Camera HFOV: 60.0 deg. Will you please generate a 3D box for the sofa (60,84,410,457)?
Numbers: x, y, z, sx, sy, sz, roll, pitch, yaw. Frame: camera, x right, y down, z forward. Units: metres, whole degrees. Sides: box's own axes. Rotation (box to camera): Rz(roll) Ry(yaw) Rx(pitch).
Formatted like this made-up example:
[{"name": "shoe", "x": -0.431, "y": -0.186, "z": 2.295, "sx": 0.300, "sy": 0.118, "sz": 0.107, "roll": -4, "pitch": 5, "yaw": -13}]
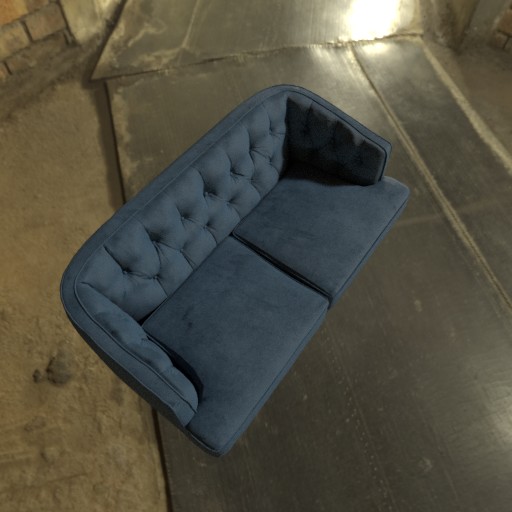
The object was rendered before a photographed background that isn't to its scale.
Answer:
[{"name": "sofa", "x": 0.000, "y": 0.000, "z": 2.286, "sx": 0.941, "sy": 0.854, "sz": 1.733, "roll": 33, "pitch": 64, "yaw": 18}]
